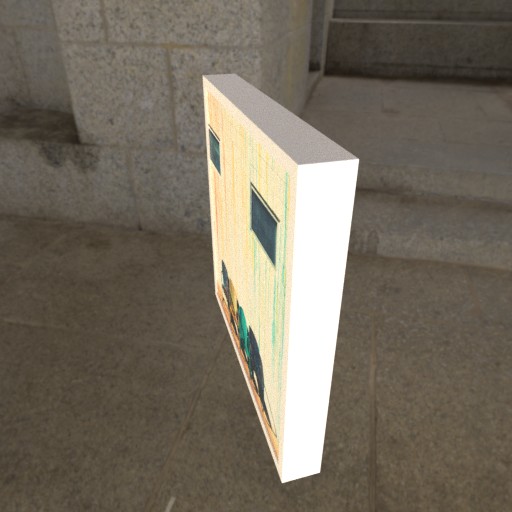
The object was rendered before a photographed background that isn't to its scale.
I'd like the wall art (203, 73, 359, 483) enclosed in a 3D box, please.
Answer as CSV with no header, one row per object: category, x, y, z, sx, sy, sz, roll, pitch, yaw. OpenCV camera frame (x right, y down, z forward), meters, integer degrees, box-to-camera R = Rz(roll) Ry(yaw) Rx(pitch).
wall art,0.000,0.000,0.458,0.038,0.305,0.305,-8,32,-14
